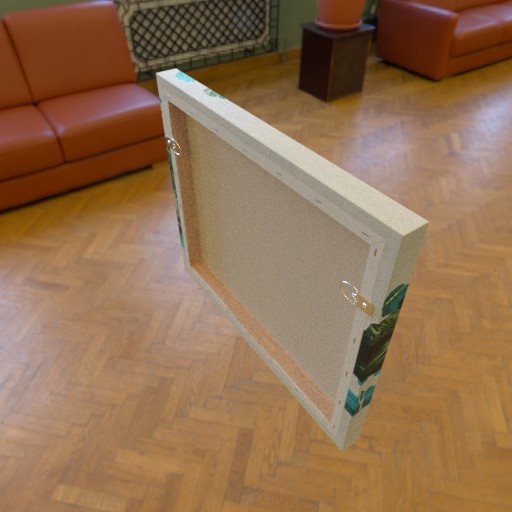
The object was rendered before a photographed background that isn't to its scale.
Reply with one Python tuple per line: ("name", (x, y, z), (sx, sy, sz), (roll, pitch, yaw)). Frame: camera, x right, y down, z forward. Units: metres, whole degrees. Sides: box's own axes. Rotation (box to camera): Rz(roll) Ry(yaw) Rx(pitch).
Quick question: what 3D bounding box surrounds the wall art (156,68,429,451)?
("wall art", (0.000, 0.000, 0.708), (0.041, 0.435, 0.507), (-25, 48, -26))
